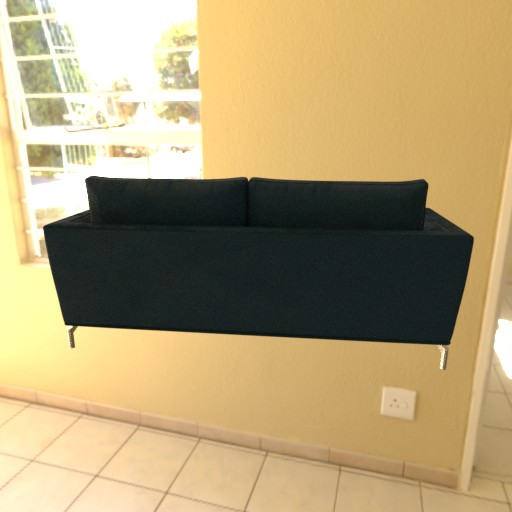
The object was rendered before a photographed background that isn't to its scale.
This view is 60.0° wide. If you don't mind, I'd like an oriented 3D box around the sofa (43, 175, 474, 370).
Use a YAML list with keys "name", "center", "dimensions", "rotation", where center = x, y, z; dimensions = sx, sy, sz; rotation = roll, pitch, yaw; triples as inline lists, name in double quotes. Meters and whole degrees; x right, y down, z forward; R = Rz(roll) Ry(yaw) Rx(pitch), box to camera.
- name: "sofa"
  center: [0.000, 0.000, 2.702]
  dimensions: [2.212, 0.998, 0.853]
  rotation: [2, 16, 6]
